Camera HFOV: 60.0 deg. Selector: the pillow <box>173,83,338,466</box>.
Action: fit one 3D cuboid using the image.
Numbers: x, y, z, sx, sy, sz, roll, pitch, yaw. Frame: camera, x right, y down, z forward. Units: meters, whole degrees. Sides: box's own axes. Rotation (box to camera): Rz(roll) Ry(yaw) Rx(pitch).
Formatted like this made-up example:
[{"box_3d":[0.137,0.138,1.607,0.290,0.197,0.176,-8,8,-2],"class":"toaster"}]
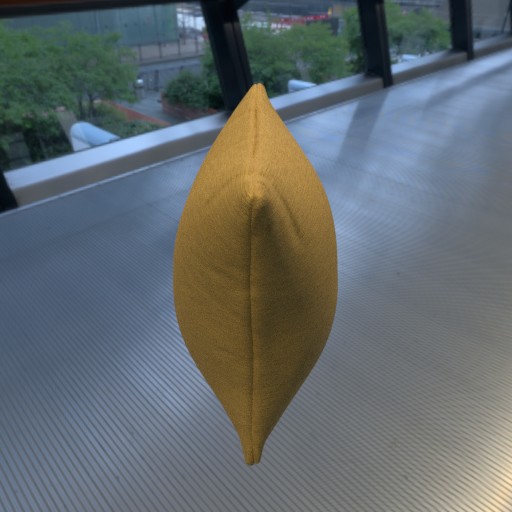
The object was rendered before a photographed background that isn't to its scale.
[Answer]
[{"box_3d":[0.000,0.000,0.678,0.247,0.417,0.435,0,33,0],"class":"pillow"}]
